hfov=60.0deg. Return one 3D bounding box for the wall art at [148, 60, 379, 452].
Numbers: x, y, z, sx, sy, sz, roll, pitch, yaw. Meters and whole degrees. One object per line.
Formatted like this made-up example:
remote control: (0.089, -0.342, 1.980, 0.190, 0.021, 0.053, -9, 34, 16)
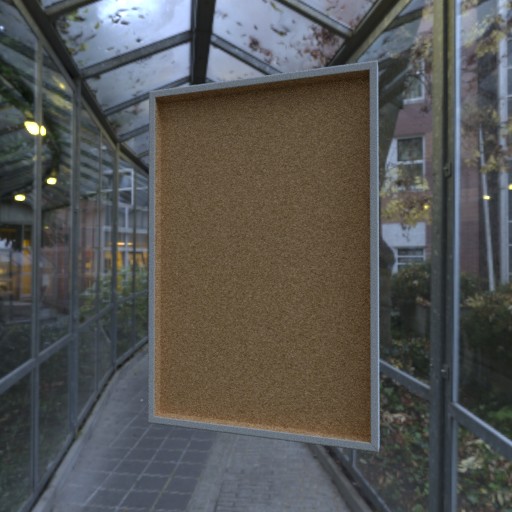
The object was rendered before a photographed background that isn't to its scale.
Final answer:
wall art: (0.000, 0.000, 1.146, 0.610, 0.914, 0.038, 0, -1, 18)
